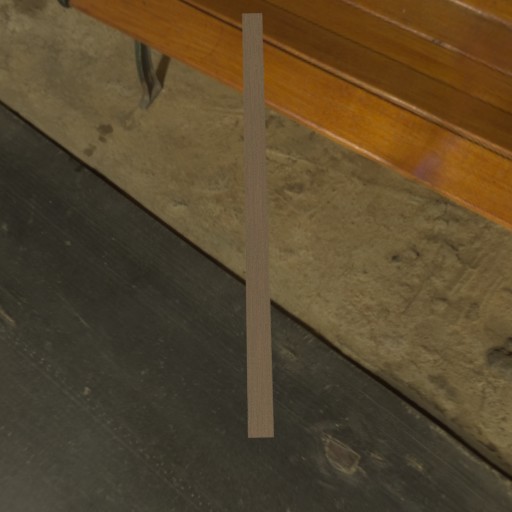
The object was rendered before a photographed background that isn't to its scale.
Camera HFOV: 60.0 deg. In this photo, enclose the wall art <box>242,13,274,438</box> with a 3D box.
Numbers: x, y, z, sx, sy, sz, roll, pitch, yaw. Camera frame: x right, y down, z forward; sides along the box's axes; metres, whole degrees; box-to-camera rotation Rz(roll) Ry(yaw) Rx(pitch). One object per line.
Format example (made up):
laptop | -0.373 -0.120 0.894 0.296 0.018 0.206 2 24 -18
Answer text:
wall art | 0.000 0.000 1.119 0.038 0.758 0.761 -1 75 0
